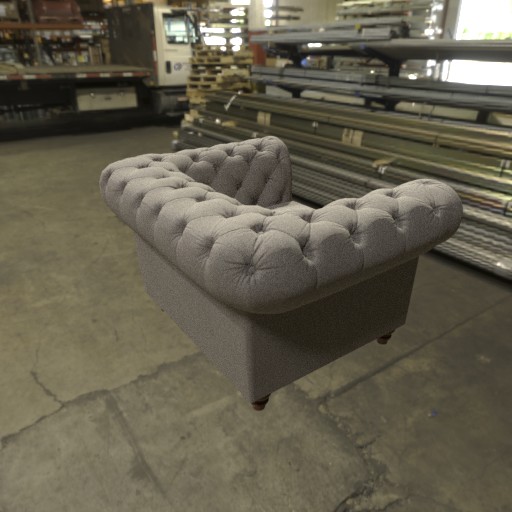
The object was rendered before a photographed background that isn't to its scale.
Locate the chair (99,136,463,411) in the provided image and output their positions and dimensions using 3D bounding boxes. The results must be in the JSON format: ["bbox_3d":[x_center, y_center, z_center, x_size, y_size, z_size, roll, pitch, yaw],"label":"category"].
[{"bbox_3d":[0.000,0.000,1.921,0.976,0.770,1.270,-17,31,-31],"label":"chair"}]
